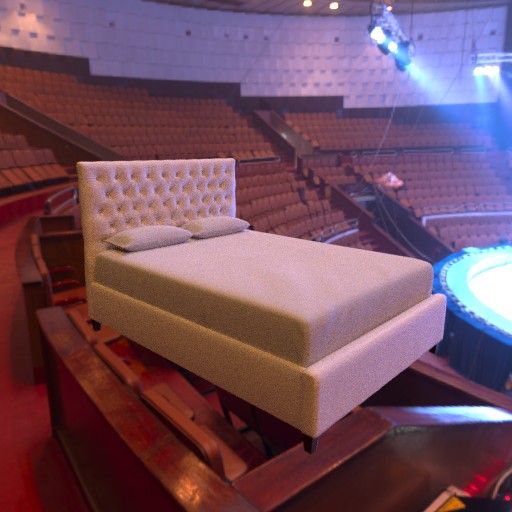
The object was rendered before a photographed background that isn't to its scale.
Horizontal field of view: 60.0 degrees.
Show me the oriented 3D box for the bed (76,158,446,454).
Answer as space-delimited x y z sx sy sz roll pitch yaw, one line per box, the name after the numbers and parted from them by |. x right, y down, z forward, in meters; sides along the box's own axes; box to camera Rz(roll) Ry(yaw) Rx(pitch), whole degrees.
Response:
0.000 0.000 3.462 2.387 1.427 1.698 13 19 42 | bed
